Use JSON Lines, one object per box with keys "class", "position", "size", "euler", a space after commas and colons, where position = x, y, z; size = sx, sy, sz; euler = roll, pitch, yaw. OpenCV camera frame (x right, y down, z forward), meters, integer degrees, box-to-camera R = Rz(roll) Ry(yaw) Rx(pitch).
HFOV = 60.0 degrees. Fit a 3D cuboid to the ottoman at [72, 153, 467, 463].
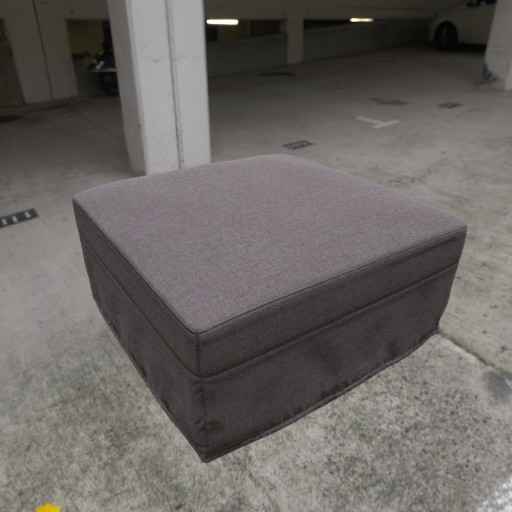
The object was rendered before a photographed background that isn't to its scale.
{"class": "ottoman", "position": [0.000, 0.000, 1.336], "size": [0.840, 0.436, 0.843], "euler": [-18, 33, -30]}
